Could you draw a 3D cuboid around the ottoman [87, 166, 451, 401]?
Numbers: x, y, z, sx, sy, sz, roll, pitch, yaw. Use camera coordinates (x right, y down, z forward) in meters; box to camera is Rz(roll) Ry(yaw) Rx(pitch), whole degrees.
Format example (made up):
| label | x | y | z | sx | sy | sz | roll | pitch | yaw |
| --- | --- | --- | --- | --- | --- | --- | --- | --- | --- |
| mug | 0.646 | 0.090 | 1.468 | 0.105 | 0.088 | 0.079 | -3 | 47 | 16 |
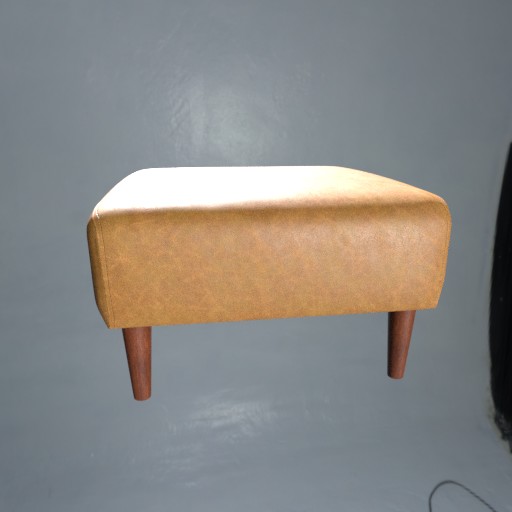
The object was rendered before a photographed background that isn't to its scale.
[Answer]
| label | x | y | z | sx | sy | sz | roll | pitch | yaw |
| --- | --- | --- | --- | --- | --- | --- | --- | --- | --- |
| ottoman | 0.000 | 0.000 | 1.080 | 0.650 | 0.399 | 0.650 | -2 | 17 | -8 |
